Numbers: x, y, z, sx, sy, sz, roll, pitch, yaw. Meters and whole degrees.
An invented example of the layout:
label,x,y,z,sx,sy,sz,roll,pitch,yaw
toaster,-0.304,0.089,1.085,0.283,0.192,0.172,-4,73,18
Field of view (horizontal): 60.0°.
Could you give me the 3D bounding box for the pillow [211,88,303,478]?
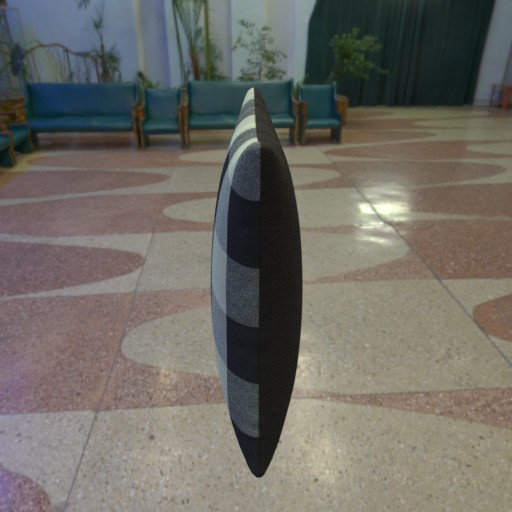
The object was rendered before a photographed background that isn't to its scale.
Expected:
label,x,y,z,sx,sy,sz,roll,pitch,yaw
pillow,0.000,0.000,0.787,0.161,0.509,0.511,0,27,-1
